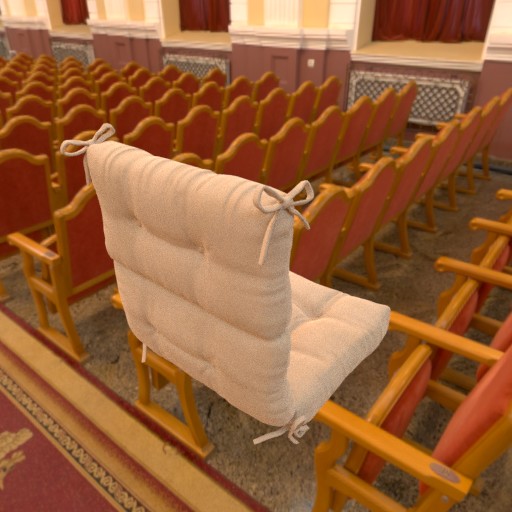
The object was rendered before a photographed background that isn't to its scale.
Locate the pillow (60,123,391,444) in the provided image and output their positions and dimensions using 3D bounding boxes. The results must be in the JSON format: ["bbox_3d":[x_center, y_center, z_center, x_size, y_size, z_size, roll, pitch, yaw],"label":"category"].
[{"bbox_3d":[0.000,0.000,1.012,0.519,0.605,0.571,22,36,34],"label":"pillow"}]
